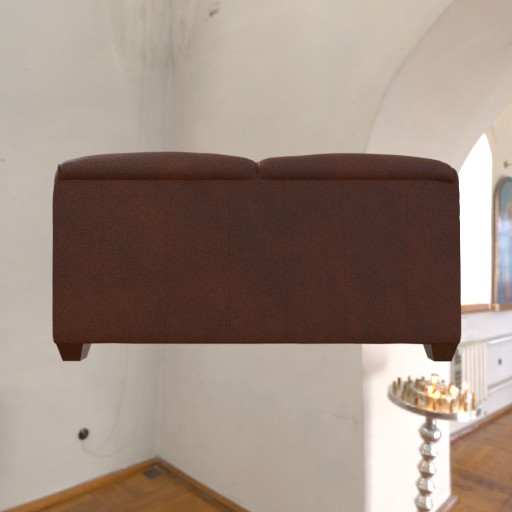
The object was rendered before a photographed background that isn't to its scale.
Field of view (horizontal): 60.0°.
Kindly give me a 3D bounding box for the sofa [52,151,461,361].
[{"bbox_3d":[0.000,0.000,2.461,1.856,0.966,1.000,0,-1,0],"label":"sofa"}]
